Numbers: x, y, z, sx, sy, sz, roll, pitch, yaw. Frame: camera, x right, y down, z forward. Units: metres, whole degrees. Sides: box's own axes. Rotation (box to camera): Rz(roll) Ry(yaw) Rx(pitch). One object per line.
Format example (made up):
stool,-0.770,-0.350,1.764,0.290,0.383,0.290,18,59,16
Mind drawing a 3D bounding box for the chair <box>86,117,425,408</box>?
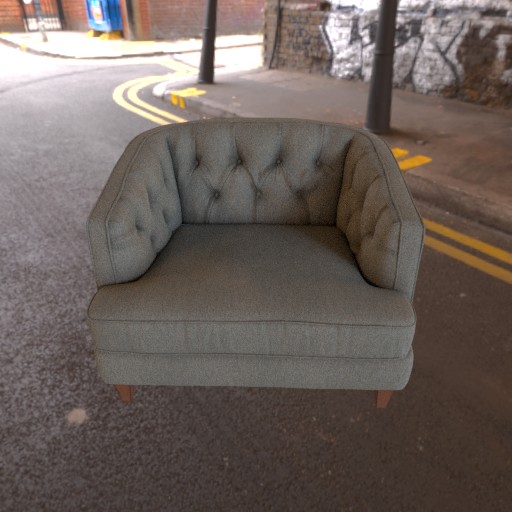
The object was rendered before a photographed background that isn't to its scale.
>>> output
chair,0.000,0.000,1.742,1.094,0.852,0.945,1,31,1
